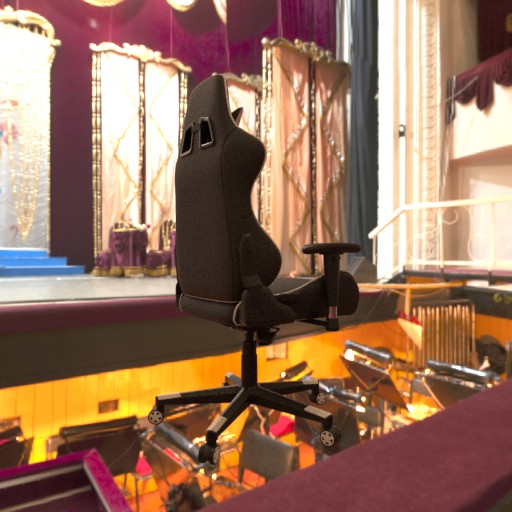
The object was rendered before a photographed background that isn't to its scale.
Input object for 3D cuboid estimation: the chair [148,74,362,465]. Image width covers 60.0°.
[{"bbox_3d":[0.000,0.000,1.670,0.700,1.240,0.700,0,1,-36],"label":"chair"}]
